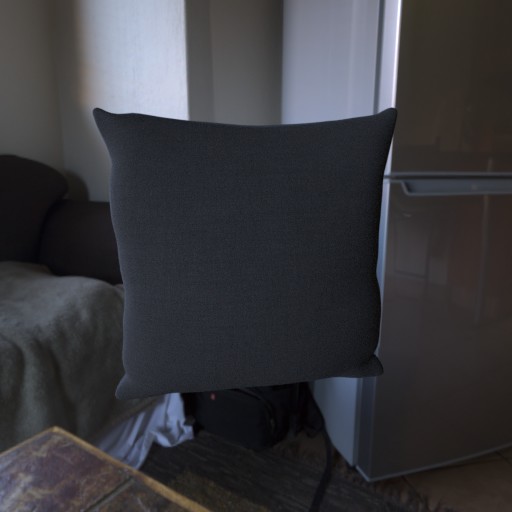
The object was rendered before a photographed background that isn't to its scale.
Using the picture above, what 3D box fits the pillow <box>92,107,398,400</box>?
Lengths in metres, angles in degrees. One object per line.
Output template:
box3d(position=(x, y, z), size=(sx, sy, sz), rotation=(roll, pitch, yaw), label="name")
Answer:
box3d(position=(0.000, 0.000, 0.768), size=(0.503, 0.496, 0.208), rotation=(-2, 14, -10), label="pillow")
